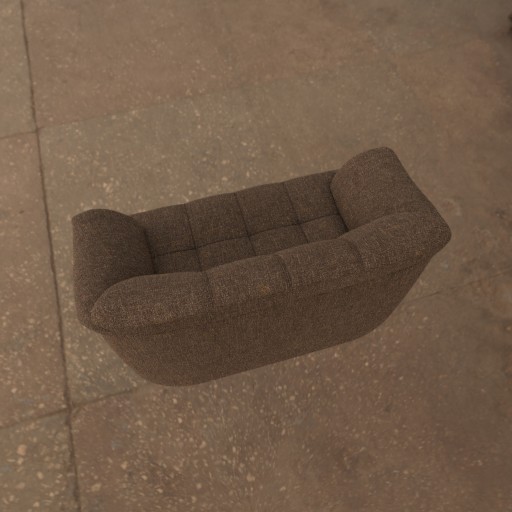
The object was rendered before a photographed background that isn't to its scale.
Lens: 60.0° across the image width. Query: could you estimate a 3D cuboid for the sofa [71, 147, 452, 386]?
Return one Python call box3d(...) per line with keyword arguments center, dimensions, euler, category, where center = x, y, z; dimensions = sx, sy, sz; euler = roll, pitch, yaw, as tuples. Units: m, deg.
box3d(center=(0.000, 0.000, 1.920), dimensions=(1.404, 0.895, 0.799), euler=(-14, 60, -8), category="sofa")
